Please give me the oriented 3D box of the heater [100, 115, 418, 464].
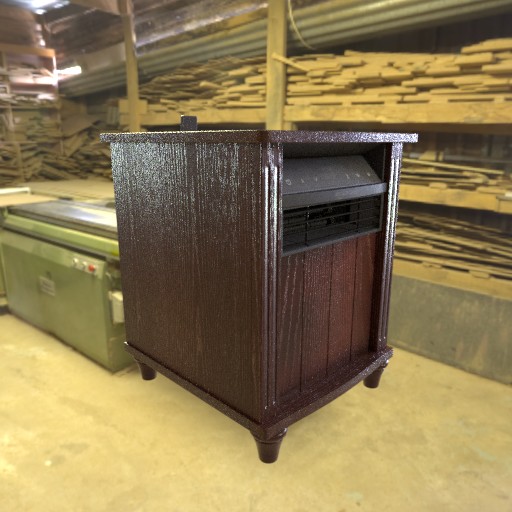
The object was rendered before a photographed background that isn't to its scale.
[{"bbox_3d":[0.000,0.000,0.773,0.362,0.481,0.400,-14,20,-43],"label":"heater"}]
